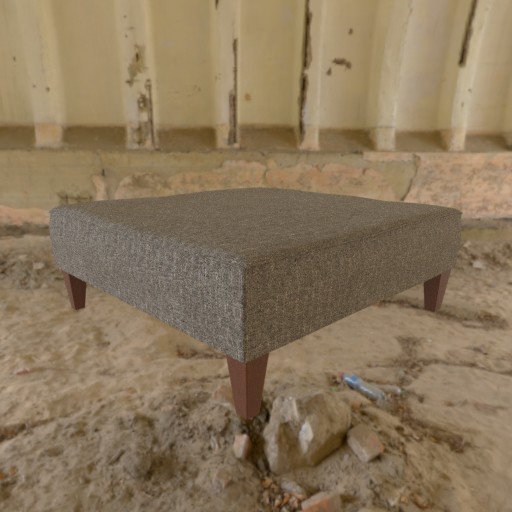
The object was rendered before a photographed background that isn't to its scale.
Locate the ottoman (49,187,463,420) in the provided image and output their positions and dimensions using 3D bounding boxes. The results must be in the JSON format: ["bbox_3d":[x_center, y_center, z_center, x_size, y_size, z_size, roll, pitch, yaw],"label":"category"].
[{"bbox_3d":[0.000,0.000,1.508,1.016,0.379,0.981,-14,20,-42],"label":"ottoman"}]
